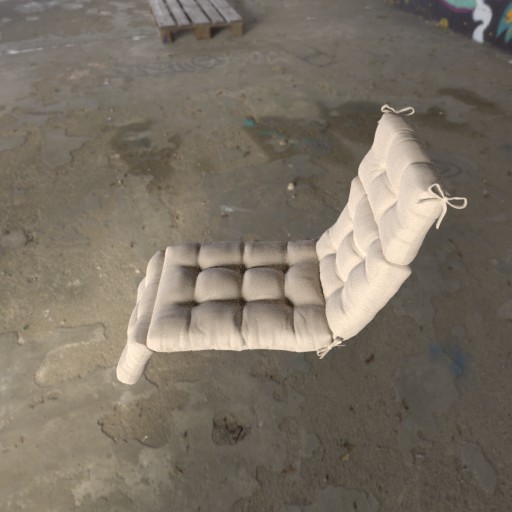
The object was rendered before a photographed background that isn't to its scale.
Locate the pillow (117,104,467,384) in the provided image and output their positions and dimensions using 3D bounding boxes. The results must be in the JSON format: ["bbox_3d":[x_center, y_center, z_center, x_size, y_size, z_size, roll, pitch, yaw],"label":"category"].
[{"bbox_3d":[0.000,0.000,1.505,1.016,0.863,0.526,0,42,0],"label":"pillow"}]
